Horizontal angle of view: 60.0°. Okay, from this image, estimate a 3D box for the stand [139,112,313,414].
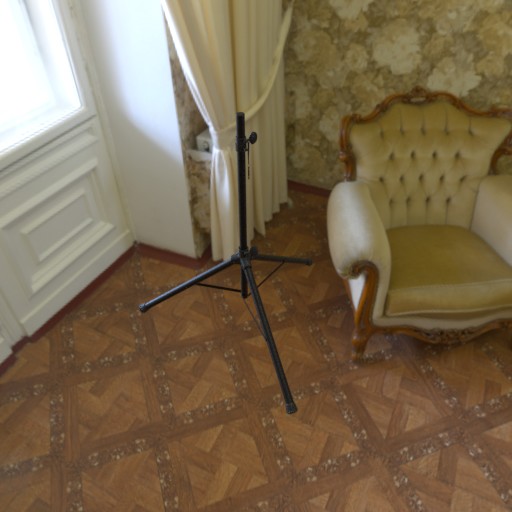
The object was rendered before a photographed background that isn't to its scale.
[{"bbox_3d":[0.000,0.000,1.893,1.045,1.136,0.907,-14,43,-15],"label":"stand"}]
